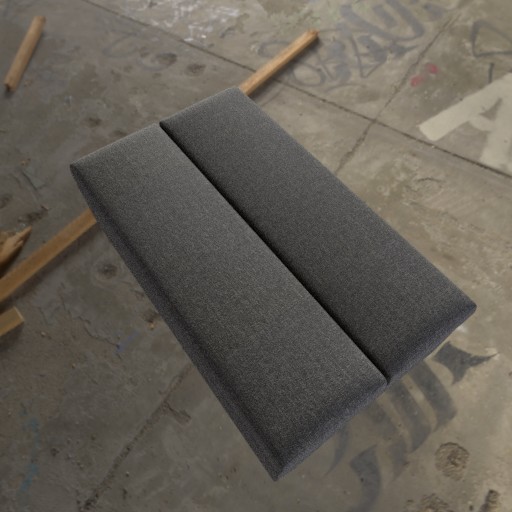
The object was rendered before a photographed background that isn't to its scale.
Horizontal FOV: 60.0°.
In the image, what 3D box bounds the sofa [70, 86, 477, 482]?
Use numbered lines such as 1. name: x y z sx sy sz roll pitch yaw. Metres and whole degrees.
1. sofa: 0.000 0.000 1.565 0.782 0.417 1.198 -32 64 -18
